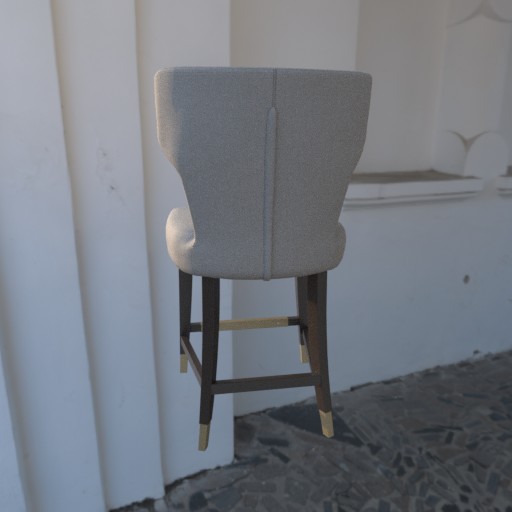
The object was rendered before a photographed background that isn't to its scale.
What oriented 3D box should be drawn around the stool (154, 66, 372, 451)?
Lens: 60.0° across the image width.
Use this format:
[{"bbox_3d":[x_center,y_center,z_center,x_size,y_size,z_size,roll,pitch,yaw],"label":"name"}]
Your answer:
[{"bbox_3d":[0.000,0.000,1.317,0.527,0.982,0.563,-2,14,-9],"label":"stool"}]
